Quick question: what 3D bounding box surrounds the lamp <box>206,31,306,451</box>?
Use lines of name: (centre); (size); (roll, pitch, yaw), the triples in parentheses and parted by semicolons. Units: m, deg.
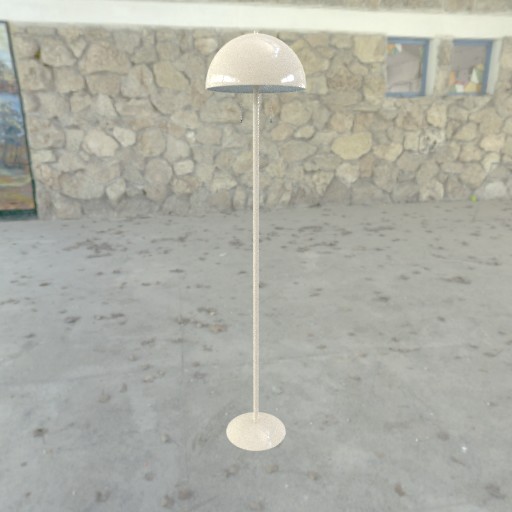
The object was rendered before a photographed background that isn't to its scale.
lamp: (0.000, 0.000, 1.606); (0.328, 1.480, 0.328); (-3, 16, -9)
